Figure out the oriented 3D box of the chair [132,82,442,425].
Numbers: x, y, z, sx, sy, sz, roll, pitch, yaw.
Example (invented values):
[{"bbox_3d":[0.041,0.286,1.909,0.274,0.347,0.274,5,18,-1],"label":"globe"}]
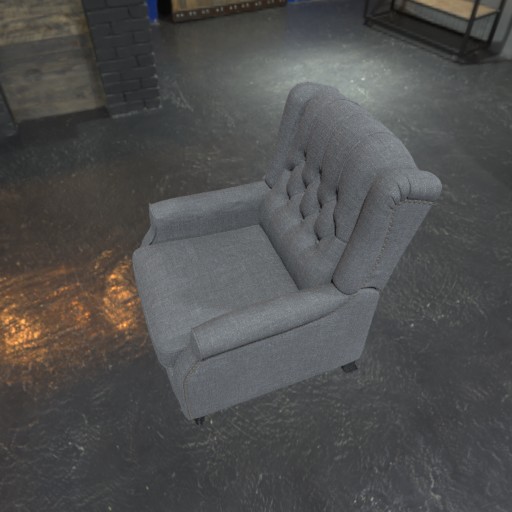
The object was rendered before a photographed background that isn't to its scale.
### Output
[{"bbox_3d":[0.000,0.000,1.671,0.898,1.035,0.742,-16,48,-15],"label":"chair"}]
